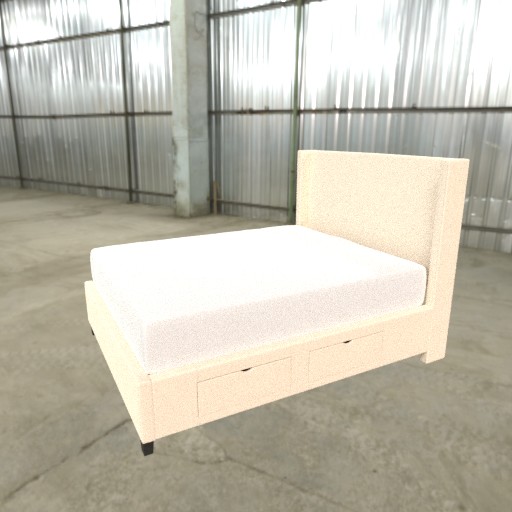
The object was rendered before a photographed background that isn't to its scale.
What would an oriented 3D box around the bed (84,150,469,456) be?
[{"bbox_3d":[0.000,0.000,3.356,2.280,1.471,1.765,-8,18,-27],"label":"bed"}]
